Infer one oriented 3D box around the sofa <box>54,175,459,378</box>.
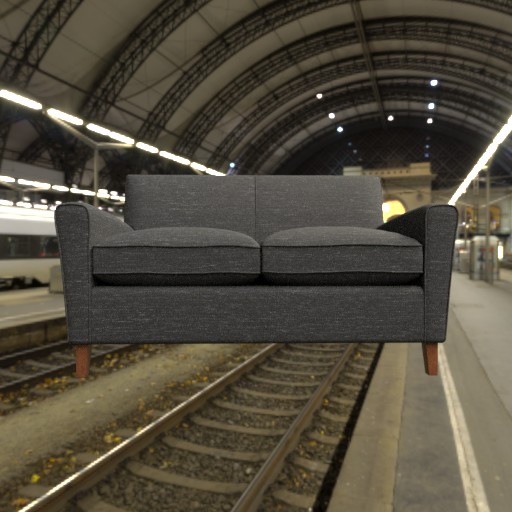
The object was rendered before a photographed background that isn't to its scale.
[{"bbox_3d":[0.000,0.000,1.969,1.420,0.846,0.875,0,1,-1],"label":"sofa"}]
